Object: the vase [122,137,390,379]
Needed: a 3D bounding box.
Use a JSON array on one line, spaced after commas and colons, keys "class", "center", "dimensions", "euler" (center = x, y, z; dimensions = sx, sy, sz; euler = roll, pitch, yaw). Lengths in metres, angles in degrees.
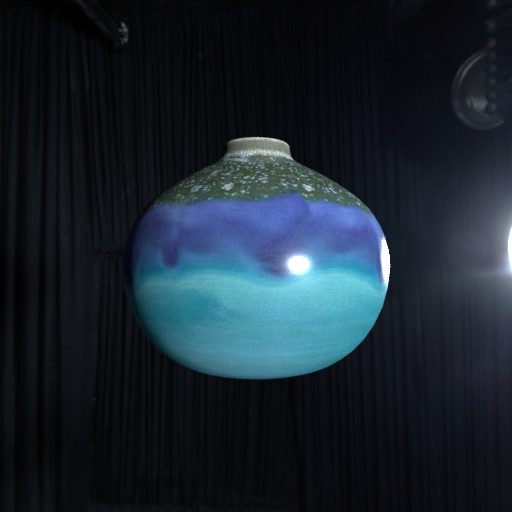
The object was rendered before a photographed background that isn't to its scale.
[{"class": "vase", "center": [0.000, 0.000, 0.267], "dimensions": [0.154, 0.133, 0.154], "euler": [0, -1, 0]}]
